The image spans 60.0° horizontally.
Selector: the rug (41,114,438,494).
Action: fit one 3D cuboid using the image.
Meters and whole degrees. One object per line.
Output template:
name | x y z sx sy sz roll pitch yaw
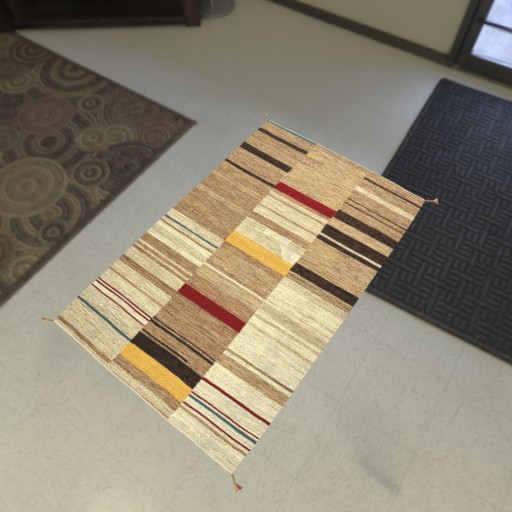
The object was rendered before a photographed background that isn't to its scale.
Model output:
rug | 0.000 0.000 2.391 1.268 0.007 1.918 33 64 18
